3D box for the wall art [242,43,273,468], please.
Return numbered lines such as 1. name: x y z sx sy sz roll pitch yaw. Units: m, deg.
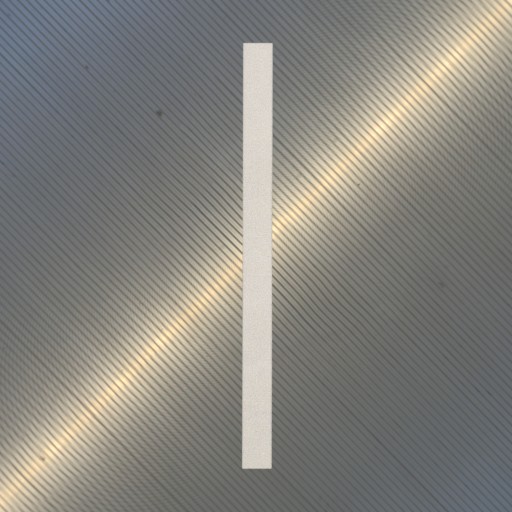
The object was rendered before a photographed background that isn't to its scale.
1. wall art: 0.000 0.000 0.831 0.037 0.606 0.508 0 90 0
